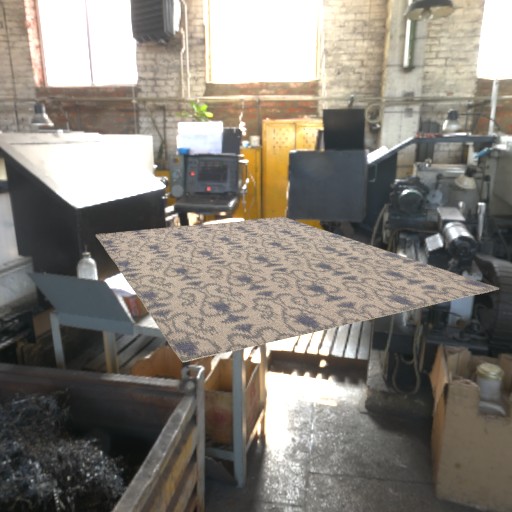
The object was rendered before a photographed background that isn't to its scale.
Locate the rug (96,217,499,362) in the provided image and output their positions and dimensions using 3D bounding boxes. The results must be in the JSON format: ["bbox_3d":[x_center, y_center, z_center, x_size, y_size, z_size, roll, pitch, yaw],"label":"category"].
[{"bbox_3d":[0.000,0.000,4.127,2.437,0.015,3.205,-8,17,-26],"label":"rug"}]
